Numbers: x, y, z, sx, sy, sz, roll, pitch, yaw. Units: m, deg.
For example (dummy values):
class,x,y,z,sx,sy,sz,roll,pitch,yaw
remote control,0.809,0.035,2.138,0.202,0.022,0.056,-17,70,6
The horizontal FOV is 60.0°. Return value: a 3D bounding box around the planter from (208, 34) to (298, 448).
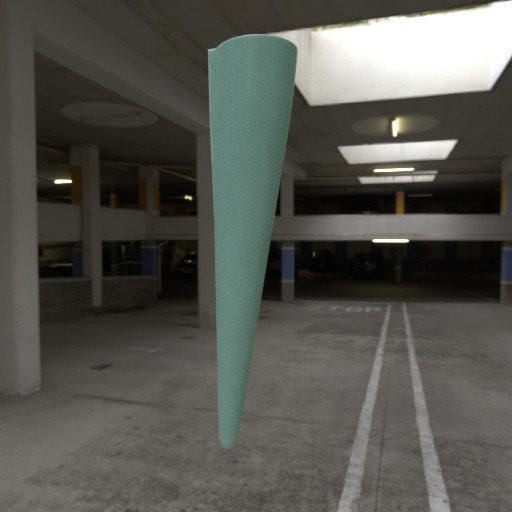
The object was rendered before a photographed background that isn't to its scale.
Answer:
class,x,y,z,sx,sy,sz,roll,pitch,yaw
planter,0.000,0.000,0.297,0.055,0.268,0.054,1,3,17
